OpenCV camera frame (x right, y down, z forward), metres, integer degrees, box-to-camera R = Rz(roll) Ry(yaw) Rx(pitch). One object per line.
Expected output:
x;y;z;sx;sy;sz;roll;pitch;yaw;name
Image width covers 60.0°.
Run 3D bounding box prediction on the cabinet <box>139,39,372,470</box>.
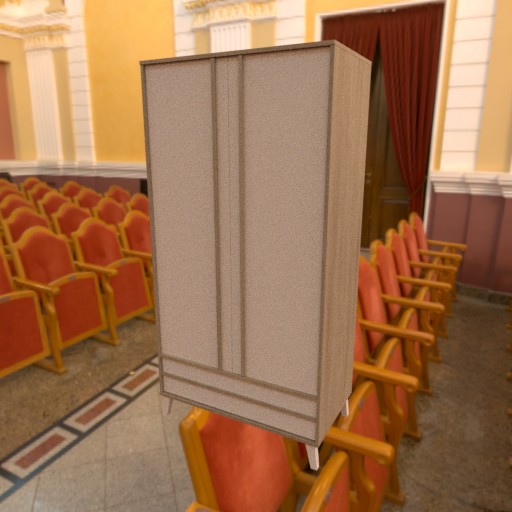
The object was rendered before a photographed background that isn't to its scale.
0.000;0.000;2.455;1.006;1.999;0.571;8;16;27;cabinet
